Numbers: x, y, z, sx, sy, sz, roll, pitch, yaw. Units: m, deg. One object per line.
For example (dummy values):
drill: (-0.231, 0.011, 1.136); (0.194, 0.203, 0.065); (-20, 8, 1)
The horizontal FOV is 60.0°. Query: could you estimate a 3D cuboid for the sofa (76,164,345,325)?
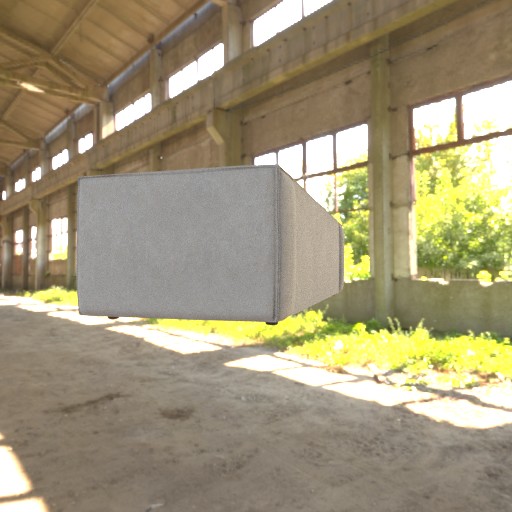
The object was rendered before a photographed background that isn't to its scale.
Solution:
sofa: (0.000, 0.000, 3.177); (1.038, 0.680, 2.697); (0, -2, 16)
